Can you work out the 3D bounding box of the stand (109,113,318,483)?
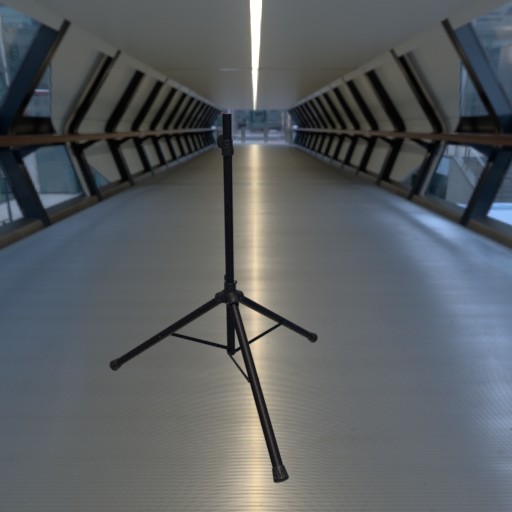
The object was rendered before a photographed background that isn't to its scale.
[{"bbox_3d":[0.000,0.000,1.862,1.045,1.136,0.907,16,23,42],"label":"stand"}]
